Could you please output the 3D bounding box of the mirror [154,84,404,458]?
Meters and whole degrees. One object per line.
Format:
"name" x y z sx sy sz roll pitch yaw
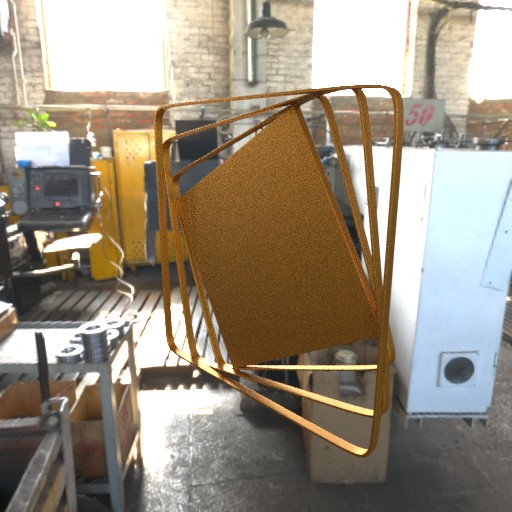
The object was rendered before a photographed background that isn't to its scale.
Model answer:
"mirror" 0.000 0.000 0.683 0.045 0.468 0.470 -14 20 -43
